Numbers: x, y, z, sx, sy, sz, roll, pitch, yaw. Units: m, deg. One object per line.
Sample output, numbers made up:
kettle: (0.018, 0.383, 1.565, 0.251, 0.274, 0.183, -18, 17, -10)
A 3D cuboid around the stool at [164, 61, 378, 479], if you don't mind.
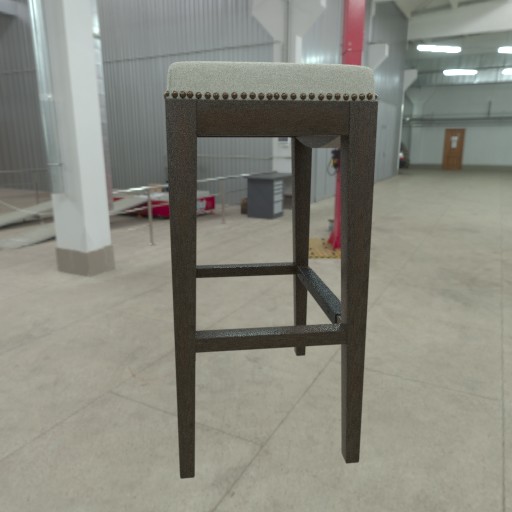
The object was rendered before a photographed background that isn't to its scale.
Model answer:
stool: (0.000, 0.000, 1.020, 0.358, 0.759, 0.498, -2, 15, -7)
